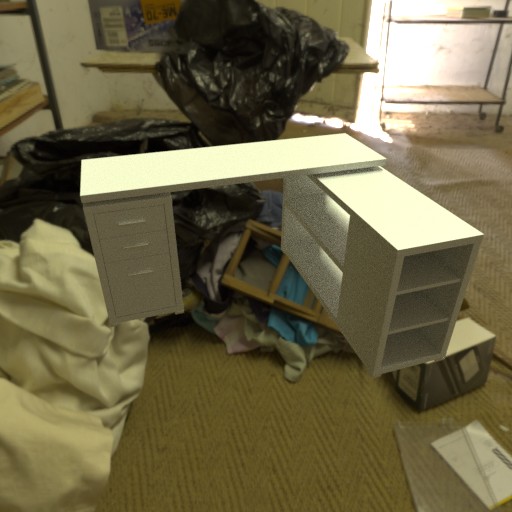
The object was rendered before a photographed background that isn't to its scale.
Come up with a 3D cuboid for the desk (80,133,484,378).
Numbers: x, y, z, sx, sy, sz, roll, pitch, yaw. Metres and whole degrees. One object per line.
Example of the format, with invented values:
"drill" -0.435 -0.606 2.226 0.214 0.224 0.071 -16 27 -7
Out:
"desk" 0.000 0.000 2.220 1.524 0.753 1.200 -10 34 -15
